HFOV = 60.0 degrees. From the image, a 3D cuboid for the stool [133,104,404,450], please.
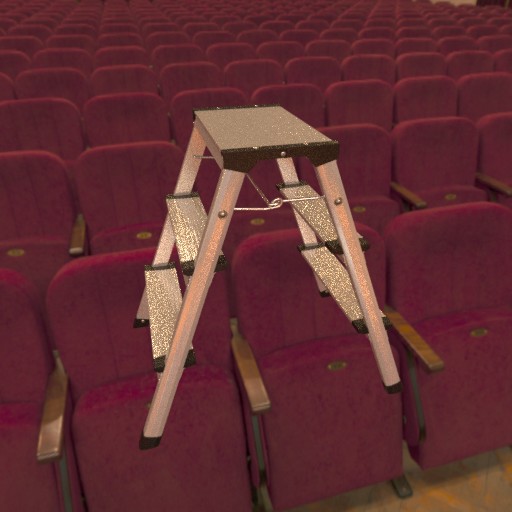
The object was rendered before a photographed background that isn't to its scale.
[{"bbox_3d":[0.000,0.000,1.025,0.622,0.605,0.437,-8,31,-13],"label":"stool"}]
